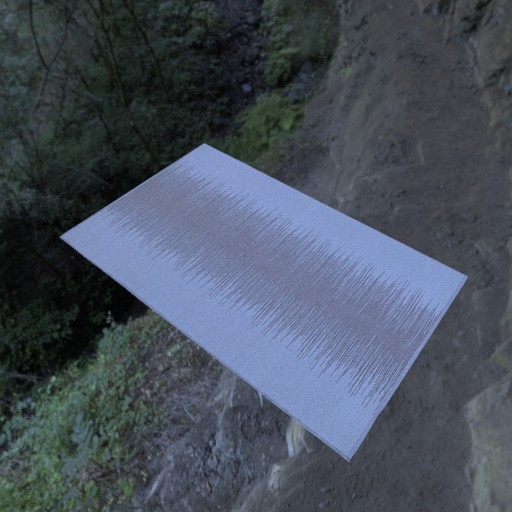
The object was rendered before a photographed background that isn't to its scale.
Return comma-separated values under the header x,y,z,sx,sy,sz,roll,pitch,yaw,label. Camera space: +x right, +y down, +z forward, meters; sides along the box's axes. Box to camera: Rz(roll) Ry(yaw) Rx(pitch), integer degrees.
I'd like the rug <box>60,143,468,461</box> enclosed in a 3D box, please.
x,y,z,sx,sy,sz,roll,pitch,yaw,label
0.000,0.000,3.090,2.440,0.012,1.522,31,56,25,rug
